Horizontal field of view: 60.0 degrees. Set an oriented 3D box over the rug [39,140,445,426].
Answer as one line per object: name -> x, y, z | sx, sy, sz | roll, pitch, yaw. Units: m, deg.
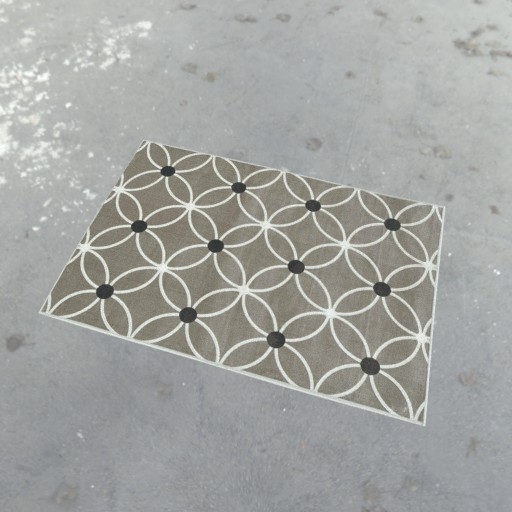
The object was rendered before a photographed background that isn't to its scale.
rug -> 0.000, 0.000, 2.859 | 2.284, 0.008, 1.522 | 14, 59, 9
